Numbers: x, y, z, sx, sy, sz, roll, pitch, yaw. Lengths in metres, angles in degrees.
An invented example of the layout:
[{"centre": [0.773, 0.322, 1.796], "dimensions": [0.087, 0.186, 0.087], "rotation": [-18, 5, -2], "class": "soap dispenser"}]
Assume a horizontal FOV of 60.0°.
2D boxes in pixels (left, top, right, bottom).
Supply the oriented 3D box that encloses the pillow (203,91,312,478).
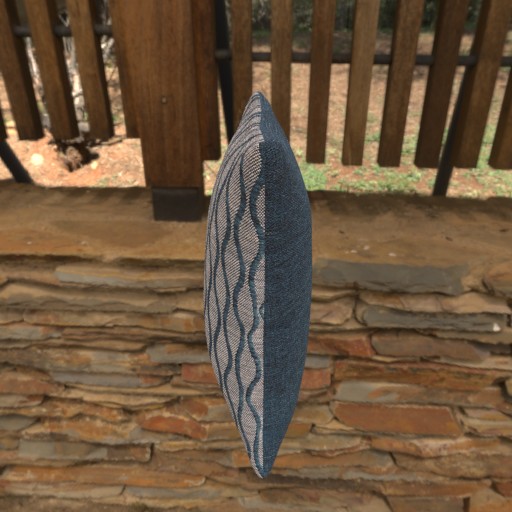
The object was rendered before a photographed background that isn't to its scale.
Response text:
[{"centre": [0.000, 0.000, 0.672], "dimensions": [0.159, 0.435, 0.435], "rotation": [-1, 27, -2], "class": "pillow"}]
